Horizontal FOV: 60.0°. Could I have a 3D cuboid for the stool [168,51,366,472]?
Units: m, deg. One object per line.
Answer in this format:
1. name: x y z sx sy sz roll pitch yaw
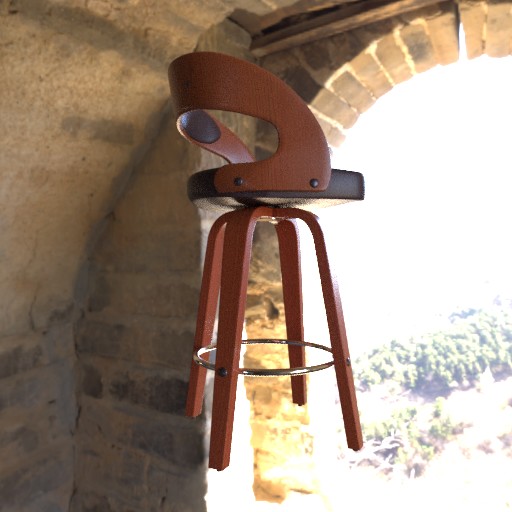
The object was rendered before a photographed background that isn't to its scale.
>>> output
1. stool: 0.000 0.000 1.168 0.457 0.940 0.457 0 0 -18
